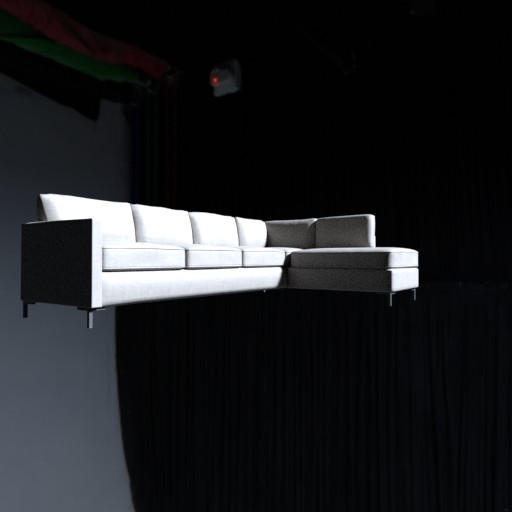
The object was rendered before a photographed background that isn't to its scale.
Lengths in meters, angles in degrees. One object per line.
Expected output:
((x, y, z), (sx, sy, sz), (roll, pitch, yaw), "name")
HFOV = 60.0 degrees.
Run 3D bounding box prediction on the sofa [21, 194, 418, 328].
((0.000, 0.000, 4.161), (2.077, 0.964, 3.331), (0, 0, 36), "sofa")
